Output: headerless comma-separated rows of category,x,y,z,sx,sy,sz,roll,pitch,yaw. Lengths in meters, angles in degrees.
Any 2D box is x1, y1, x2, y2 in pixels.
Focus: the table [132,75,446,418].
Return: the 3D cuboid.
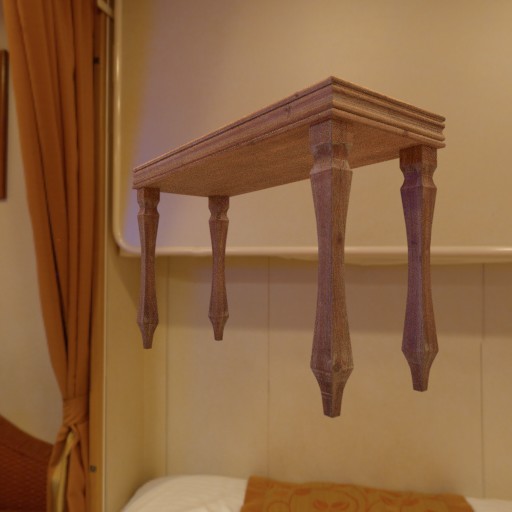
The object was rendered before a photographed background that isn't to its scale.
table,0.000,0.000,1.784,0.522,0.873,1.330,1,-2,-37
